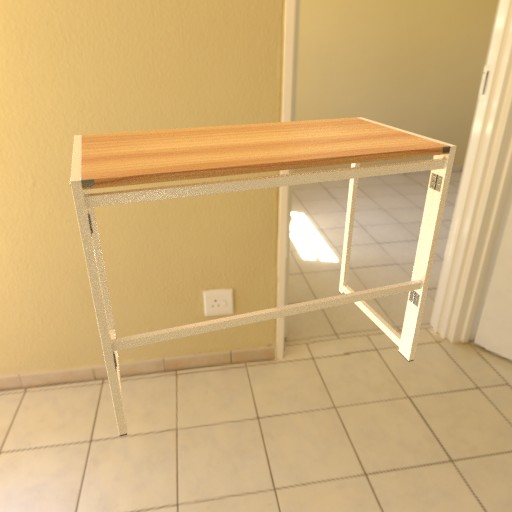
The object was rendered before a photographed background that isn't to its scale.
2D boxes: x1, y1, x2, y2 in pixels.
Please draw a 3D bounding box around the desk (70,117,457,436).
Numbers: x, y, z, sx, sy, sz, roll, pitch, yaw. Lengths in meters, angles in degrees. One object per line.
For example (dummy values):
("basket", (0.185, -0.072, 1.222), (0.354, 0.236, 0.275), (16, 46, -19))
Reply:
("desk", (0.000, 0.000, 1.474), (1.016, 0.762, 0.508), (-9, 28, -17))
